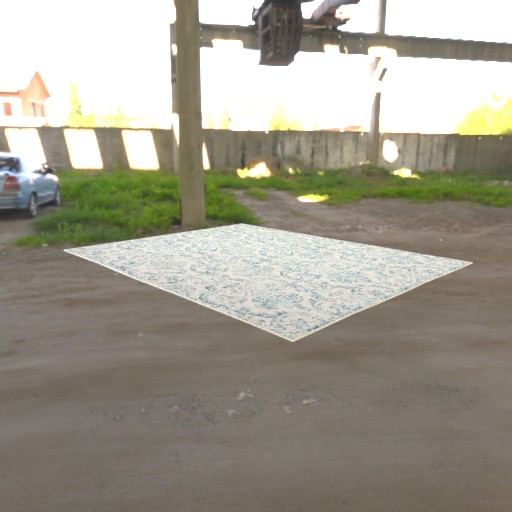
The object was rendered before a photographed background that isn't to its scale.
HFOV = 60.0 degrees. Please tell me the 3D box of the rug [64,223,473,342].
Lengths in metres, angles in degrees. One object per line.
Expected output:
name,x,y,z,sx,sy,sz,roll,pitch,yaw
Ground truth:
rug,0.000,0.000,4.091,2.363,0.012,2.980,-12,18,-43
